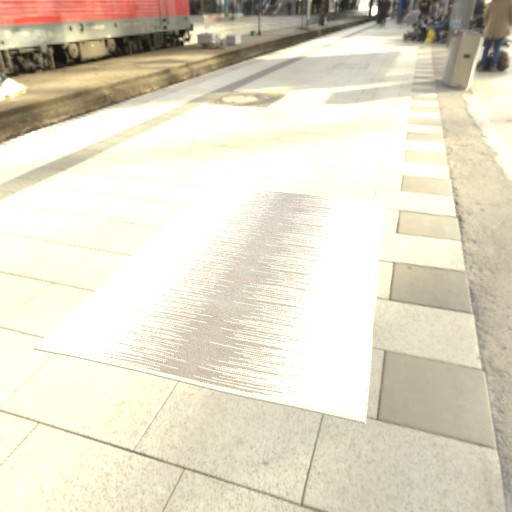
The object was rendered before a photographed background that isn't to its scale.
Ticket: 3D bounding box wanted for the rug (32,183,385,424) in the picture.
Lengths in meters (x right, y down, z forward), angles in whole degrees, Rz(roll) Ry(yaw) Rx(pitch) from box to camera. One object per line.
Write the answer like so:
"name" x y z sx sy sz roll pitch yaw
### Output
"rug" 0.000 0.000 2.268 1.226 0.007 1.815 8 31 14
